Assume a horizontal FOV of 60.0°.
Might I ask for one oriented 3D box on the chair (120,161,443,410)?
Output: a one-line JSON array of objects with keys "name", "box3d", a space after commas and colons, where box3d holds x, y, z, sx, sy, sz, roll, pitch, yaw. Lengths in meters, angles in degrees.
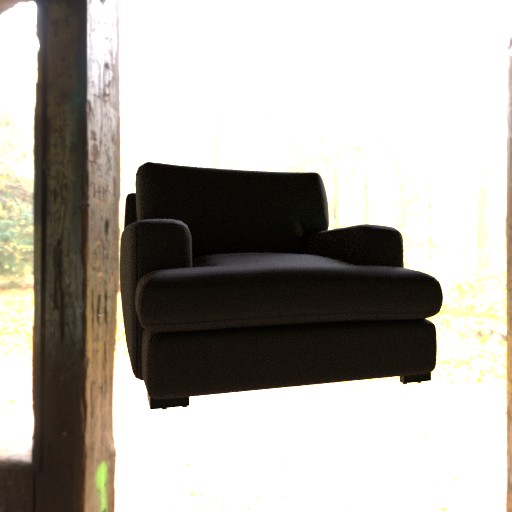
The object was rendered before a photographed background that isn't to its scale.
[{"name": "chair", "box3d": [0.000, 0.000, 1.993, 1.168, 0.940, 1.143, 0, 0, -18]}]
